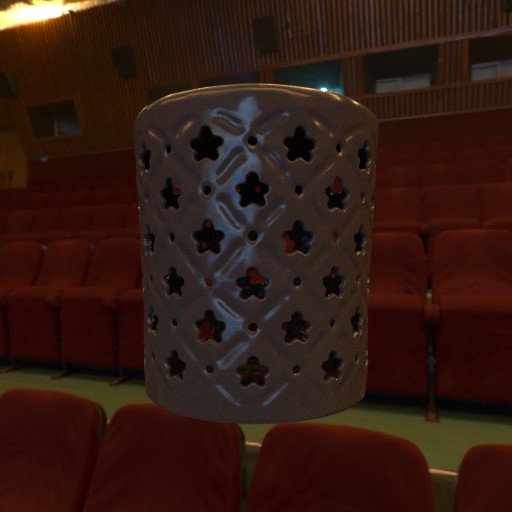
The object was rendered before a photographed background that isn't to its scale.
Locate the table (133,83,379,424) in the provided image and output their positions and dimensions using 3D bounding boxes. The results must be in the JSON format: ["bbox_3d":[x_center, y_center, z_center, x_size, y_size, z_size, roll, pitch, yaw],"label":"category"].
[{"bbox_3d":[0.000,0.000,0.658,0.352,0.387,0.352,0,0,0],"label":"table"}]
